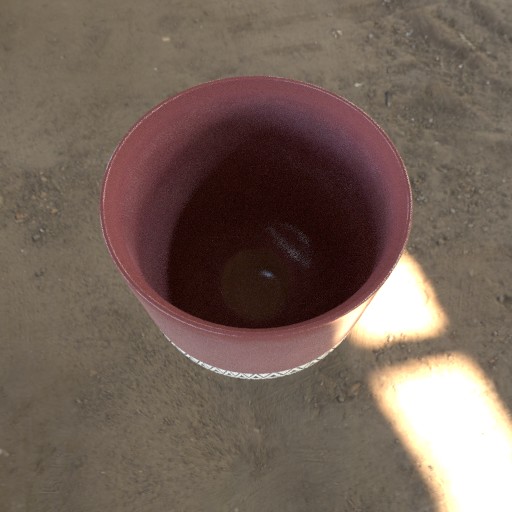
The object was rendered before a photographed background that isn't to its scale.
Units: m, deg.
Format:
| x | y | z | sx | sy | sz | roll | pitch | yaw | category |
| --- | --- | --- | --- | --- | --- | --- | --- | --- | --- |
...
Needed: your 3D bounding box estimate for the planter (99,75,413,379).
| x | y | z | sx | sy | sz | roll | pitch | yaw | category |
| --- | --- | --- | --- | --- | --- | --- | --- | --- | --- |
| 0.000 | 0.000 | 0.499 | 0.266 | 0.270 | 0.266 | 0 | 64 | 0 | planter |
